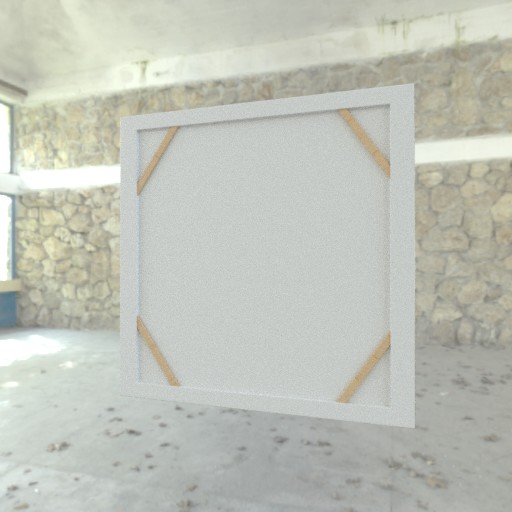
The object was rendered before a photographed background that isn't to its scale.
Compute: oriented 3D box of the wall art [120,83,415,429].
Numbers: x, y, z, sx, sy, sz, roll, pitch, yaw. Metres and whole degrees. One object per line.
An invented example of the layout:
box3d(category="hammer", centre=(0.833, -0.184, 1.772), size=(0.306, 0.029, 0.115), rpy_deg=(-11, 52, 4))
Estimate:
box3d(category="wall art", centre=(0.000, 0.000, 0.602), size=(0.405, 0.407, 0.038), rpy_deg=(0, 0, 18))
